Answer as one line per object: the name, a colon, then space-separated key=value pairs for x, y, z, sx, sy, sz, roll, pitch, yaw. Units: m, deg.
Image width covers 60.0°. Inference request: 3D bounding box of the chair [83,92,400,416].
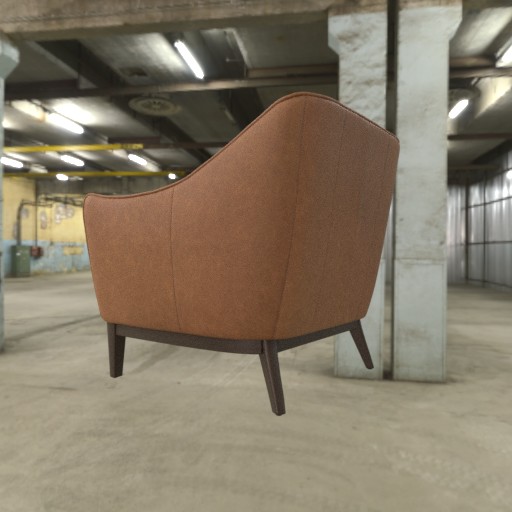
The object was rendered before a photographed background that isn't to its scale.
chair: x=0.000 y=0.000 z=1.574 sx=0.852 sy=0.830 sz=0.871 roll=0 pitch=0 yaw=37
